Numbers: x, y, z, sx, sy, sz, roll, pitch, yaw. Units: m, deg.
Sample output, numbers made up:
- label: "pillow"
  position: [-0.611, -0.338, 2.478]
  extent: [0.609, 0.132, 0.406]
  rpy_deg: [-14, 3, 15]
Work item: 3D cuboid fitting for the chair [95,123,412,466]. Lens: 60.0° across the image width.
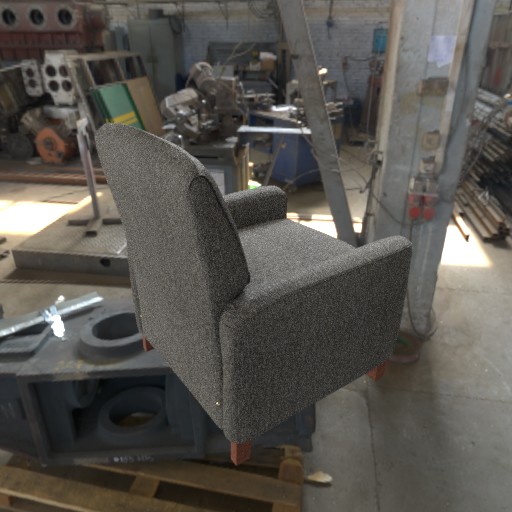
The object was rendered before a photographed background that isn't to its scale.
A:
- label: "chair"
  position: [0.000, 0.000, 1.655]
  extent: [0.864, 1.014, 0.848]
  rpy_deg: [-18, 32, -32]
